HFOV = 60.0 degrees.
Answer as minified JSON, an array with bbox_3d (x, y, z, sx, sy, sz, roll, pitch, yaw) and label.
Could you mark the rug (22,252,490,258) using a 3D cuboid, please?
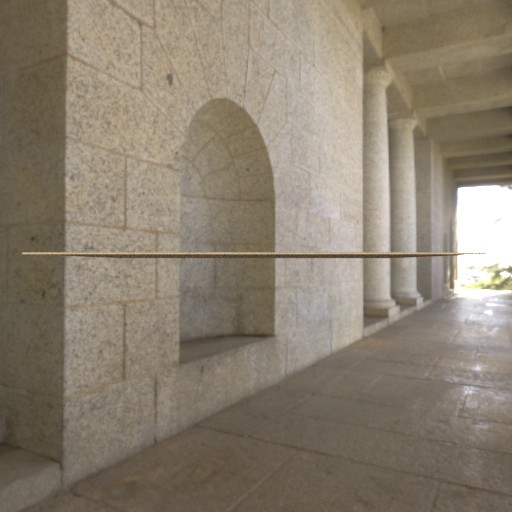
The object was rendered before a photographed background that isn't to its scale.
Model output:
[{"bbox_3d":[0.000,0.000,2.335,1.828,0.007,1.220,0,-1,0],"label":"rug"}]
